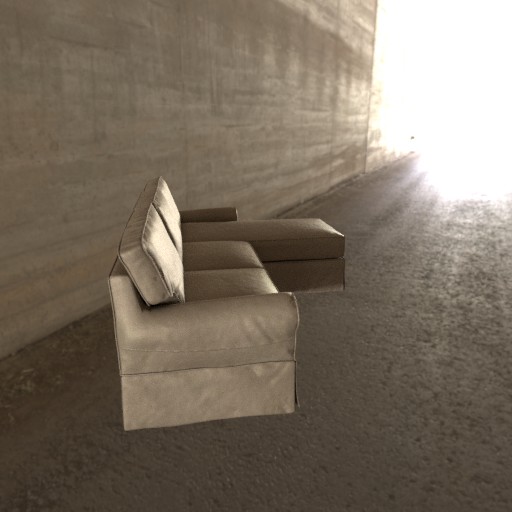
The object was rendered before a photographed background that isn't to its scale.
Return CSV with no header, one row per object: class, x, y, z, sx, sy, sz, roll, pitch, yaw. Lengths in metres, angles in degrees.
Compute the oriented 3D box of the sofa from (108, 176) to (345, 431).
sofa,0.000,0.000,3.286,1.733,0.978,2.475,-3,17,-9
